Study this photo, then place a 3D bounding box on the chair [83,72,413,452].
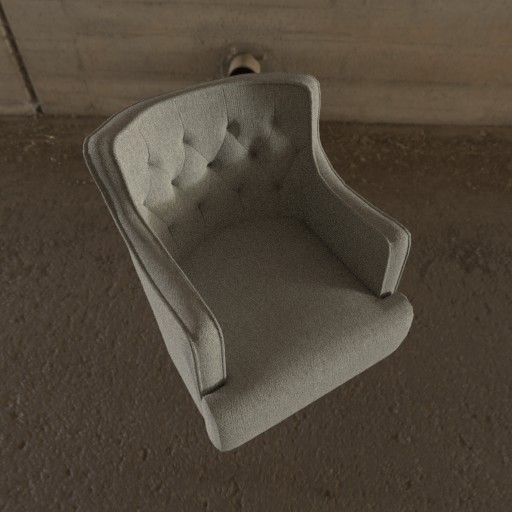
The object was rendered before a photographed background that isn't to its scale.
[{"bbox_3d":[0.000,0.000,1.541,0.820,0.920,0.910,-24,52,-21],"label":"chair"}]
